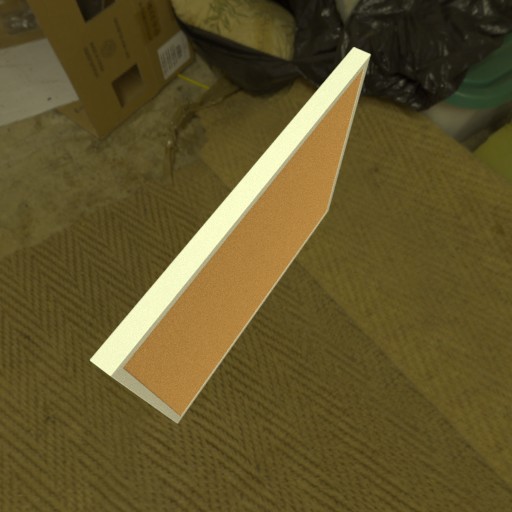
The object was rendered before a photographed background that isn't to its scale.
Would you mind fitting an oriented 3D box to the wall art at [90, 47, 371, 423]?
[{"bbox_3d":[0.000,0.000,1.372,0.053,0.787,1.041,31,67,15],"label":"wall art"}]
